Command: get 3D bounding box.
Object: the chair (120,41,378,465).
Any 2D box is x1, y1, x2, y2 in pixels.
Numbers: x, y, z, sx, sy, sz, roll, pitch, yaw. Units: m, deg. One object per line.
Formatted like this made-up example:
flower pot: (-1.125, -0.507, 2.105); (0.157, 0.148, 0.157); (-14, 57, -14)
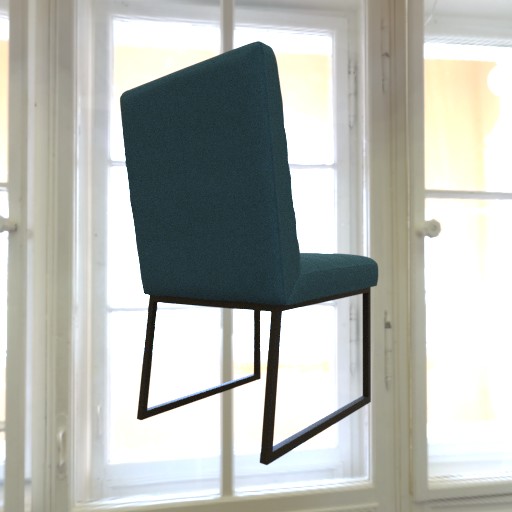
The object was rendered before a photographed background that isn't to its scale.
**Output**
chair: (0.000, 0.000, 1.324); (0.520, 0.930, 0.634); (0, -1, 38)
